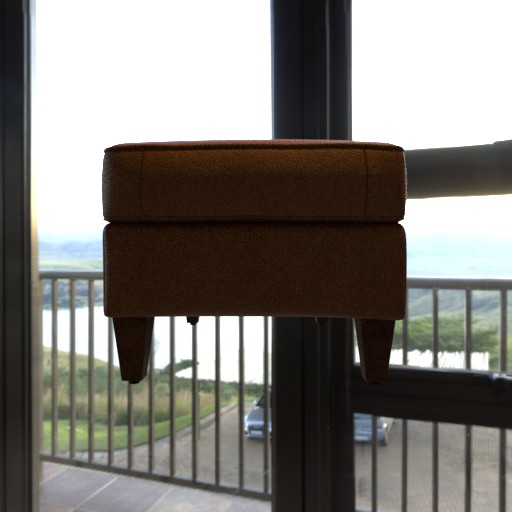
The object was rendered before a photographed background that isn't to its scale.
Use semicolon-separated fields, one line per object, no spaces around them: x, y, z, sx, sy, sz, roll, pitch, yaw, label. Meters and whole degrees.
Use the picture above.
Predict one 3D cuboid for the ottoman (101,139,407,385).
0.000;0.000;1.199;0.584;0.483;0.864;0;0;1;ottoman
